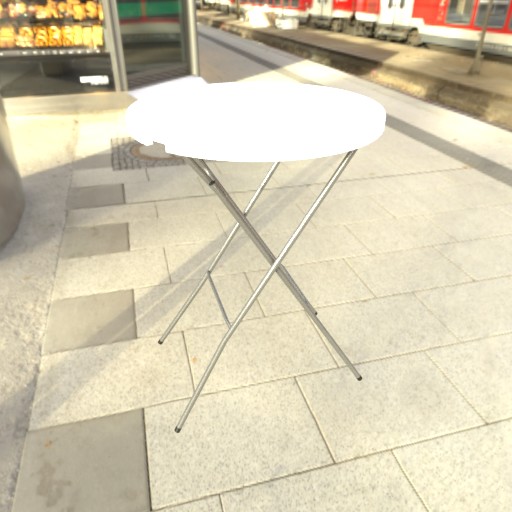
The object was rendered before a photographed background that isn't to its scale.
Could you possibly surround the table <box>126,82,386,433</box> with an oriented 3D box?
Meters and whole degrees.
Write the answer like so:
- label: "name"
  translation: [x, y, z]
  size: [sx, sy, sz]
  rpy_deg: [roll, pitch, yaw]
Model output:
- label: "table"
  translation: [0.000, 0.000, 1.673]
  size: [0.795, 1.105, 0.792]
  rpy_deg: [-9, 33, -15]
